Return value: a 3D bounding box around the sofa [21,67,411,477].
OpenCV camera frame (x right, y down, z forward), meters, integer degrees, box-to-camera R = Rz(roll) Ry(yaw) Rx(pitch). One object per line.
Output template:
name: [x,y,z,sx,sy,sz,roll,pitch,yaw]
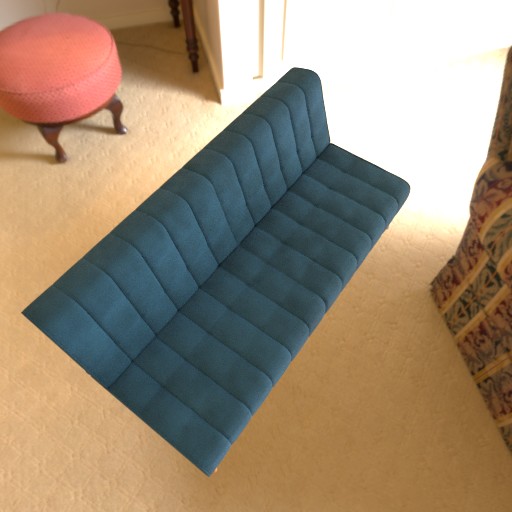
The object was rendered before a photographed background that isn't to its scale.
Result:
sofa: [0.000,0.000,2.205,0.855,0.813,1.804,32,64,18]
